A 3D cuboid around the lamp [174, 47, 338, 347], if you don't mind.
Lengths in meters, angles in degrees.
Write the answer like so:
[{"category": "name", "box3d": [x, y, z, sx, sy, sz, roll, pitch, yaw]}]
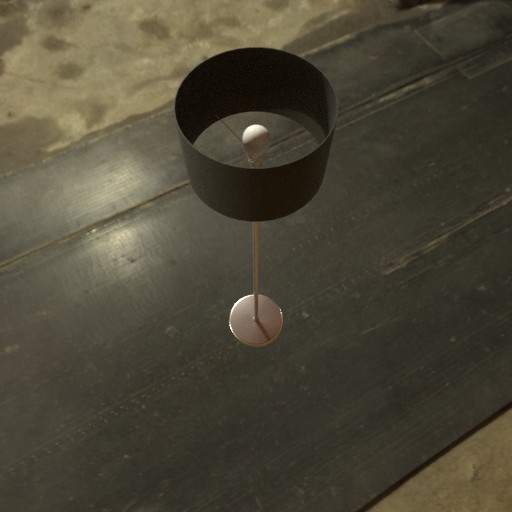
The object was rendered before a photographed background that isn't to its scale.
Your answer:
[{"category": "lamp", "box3d": [0.000, 0.000, 1.583, 0.348, 1.443, 0.348, 20, 65, 10]}]
